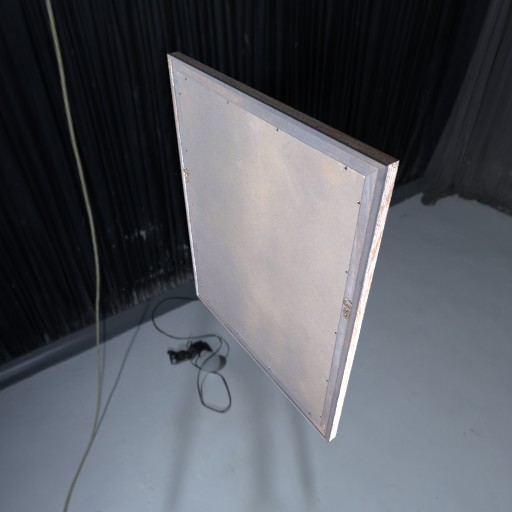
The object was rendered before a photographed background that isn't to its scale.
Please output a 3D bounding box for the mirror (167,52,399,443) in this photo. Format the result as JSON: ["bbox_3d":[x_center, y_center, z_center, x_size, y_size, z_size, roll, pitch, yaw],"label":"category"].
[{"bbox_3d":[0.000,0.000,1.209,0.032,0.882,0.730,-25,46,-27],"label":"mirror"}]
